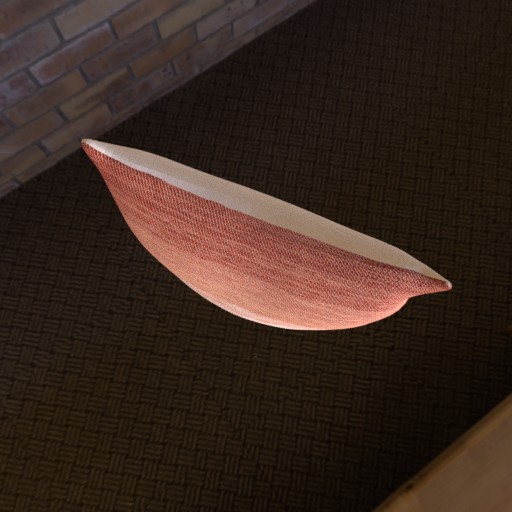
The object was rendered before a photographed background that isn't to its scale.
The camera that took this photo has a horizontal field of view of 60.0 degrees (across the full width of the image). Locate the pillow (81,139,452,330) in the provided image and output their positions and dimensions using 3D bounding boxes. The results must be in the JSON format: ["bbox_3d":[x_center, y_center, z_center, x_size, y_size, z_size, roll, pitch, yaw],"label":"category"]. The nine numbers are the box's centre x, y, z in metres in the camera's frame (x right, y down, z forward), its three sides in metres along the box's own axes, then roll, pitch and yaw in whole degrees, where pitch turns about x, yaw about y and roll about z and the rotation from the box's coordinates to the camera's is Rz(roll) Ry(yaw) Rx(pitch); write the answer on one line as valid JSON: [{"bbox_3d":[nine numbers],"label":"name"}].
[{"bbox_3d":[0.000,0.000,0.681,0.440,0.441,0.182,22,78,5],"label":"pillow"}]
